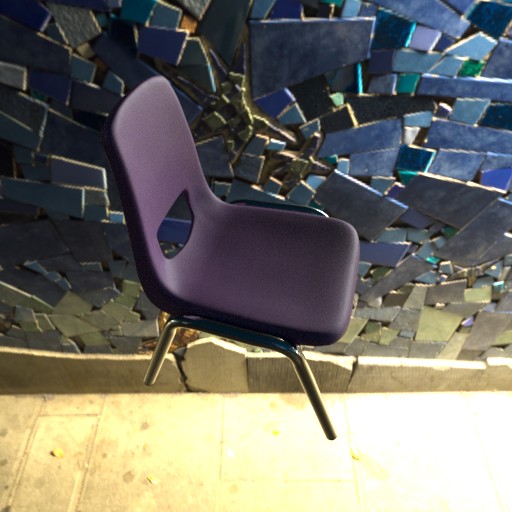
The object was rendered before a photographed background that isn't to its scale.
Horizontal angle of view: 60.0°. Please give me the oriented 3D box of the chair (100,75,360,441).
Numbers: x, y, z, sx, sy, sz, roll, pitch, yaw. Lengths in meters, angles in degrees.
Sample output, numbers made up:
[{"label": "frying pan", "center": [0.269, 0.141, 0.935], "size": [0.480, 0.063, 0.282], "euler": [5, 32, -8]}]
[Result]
[{"label": "chair", "center": [0.000, 0.000, 0.817], "size": [0.419, 0.584, 0.356], "euler": [11, 46, 10]}]
